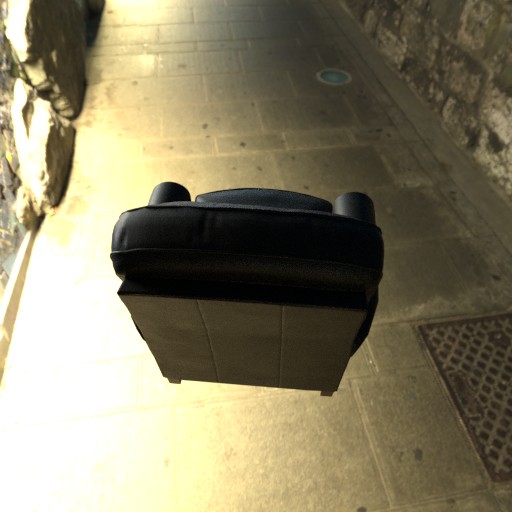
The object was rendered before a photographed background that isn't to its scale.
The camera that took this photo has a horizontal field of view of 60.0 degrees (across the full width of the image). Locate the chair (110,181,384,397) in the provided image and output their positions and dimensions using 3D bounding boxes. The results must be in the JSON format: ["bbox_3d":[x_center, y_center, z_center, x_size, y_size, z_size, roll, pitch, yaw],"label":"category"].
[{"bbox_3d":[0.000,0.000,1.737,0.936,1.018,0.986,4,46,4],"label":"chair"}]
